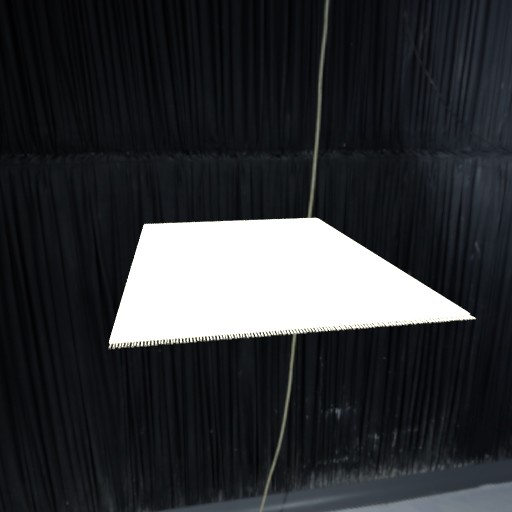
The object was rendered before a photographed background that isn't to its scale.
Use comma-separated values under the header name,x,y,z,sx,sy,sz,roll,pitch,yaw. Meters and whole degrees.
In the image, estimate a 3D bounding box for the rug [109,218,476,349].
name,x,y,z,sx,sy,sz,roll,pitch,yaw
rug,0.000,0.000,2.821,1.514,0.011,2.233,-3,16,-10
